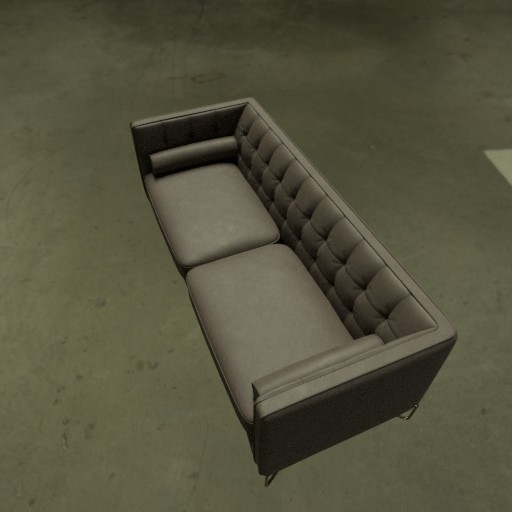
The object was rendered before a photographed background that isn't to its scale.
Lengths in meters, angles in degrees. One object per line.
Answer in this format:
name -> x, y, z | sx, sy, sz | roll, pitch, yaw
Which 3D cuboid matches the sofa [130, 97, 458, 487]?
sofa -> 0.000, 0.000, 2.487 | 0.867, 0.789, 2.087 | -17, 49, -16
